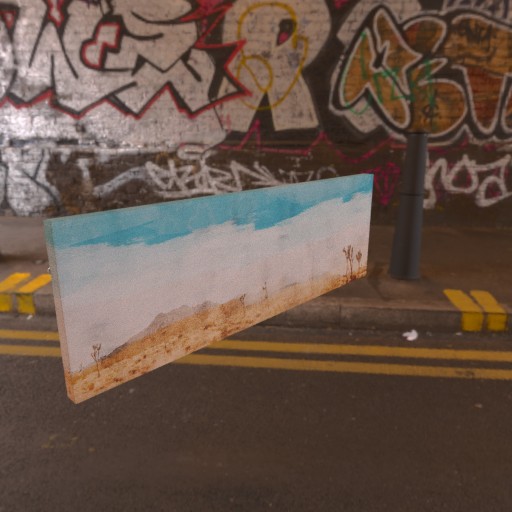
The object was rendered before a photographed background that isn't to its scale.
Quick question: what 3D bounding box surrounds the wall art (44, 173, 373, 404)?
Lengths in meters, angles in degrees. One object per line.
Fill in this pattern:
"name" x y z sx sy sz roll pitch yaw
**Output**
"wall art" 0.000 0.000 0.843 0.044 0.254 0.759 15 22 42
